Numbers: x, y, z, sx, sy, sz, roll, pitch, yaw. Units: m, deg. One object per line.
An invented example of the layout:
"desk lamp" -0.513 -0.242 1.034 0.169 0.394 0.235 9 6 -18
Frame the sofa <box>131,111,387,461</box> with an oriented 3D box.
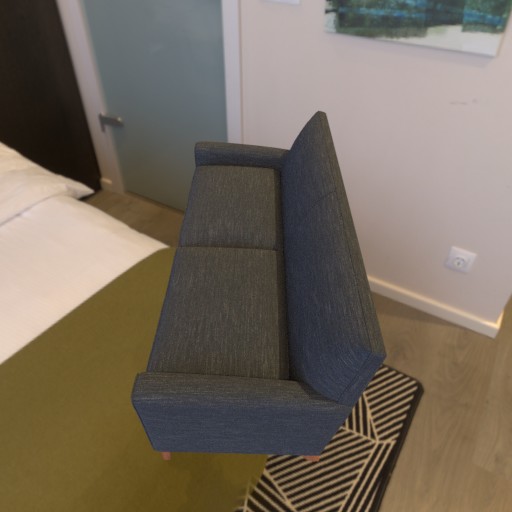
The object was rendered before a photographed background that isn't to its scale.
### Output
"sofa" 0.000 0.000 2.410 0.875 0.846 1.976 1 41 1
